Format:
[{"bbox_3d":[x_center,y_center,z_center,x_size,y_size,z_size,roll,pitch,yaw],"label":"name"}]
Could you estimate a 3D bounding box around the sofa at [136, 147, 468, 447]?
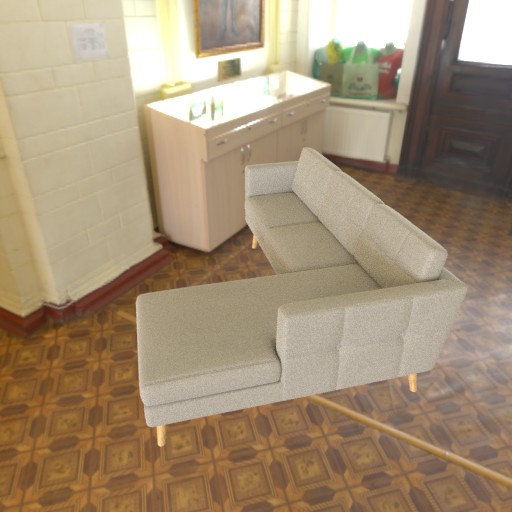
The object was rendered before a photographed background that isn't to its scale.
[{"bbox_3d":[0.000,0.000,2.862,1.530,0.860,2.040,-7,30,-13],"label":"sofa"}]
